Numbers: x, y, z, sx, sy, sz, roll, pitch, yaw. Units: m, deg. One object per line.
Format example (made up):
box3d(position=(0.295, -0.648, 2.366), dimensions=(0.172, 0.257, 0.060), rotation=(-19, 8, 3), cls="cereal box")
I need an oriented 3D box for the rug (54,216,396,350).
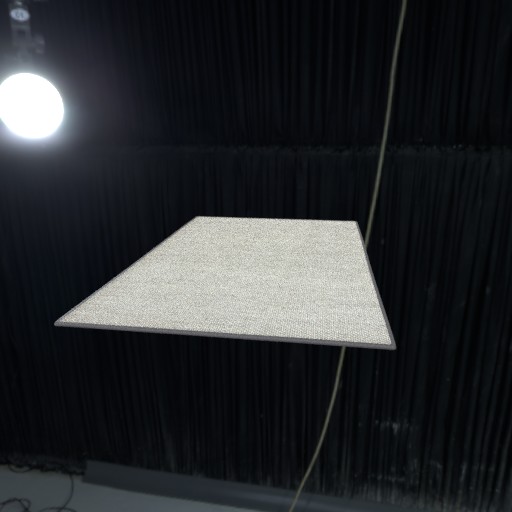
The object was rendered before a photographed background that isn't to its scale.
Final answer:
box3d(position=(0.000, 0.000, 2.133), dimensions=(1.067, 0.013, 1.676), rotation=(3, 17, 8), cls="rug")
